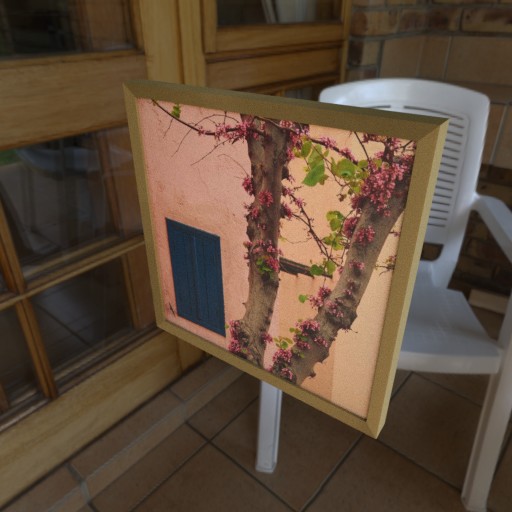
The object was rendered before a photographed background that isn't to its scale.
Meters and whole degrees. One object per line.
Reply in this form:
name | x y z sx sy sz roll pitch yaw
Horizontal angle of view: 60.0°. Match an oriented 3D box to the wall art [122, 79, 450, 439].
wall art | 0.000 0.000 0.740 0.507 0.508 0.038 19 35 30
